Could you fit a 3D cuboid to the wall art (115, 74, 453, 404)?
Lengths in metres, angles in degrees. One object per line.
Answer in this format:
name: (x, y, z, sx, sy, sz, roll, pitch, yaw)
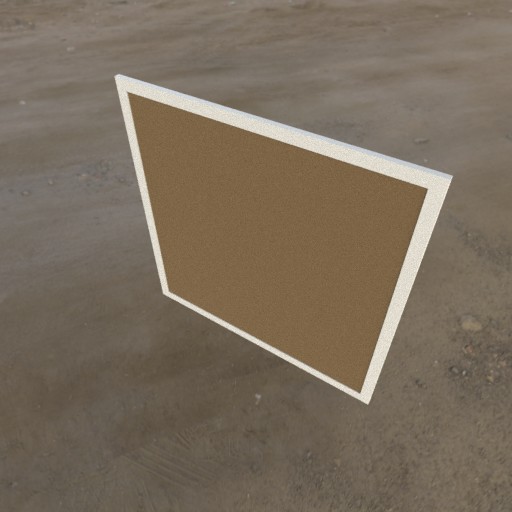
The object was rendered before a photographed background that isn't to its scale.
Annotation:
wall art: (0.000, 0.000, 1.215, 0.812, 0.812, 0.015, 24, 49, 23)
